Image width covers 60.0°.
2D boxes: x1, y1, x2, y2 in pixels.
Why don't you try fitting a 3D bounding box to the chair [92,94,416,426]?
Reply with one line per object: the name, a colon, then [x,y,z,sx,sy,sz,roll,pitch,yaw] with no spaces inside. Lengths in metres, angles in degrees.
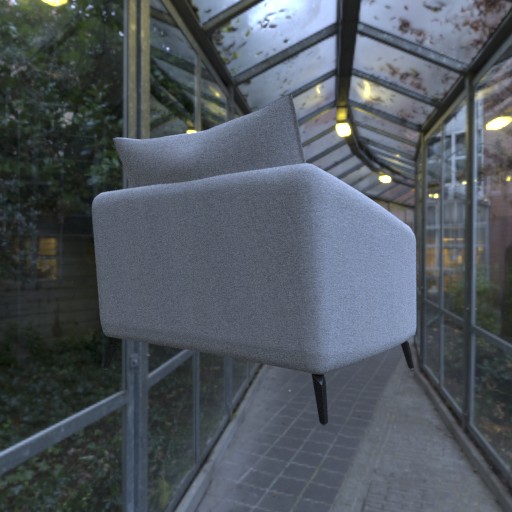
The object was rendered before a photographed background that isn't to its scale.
chair: [0.000,0.000,1.669,1.029,0.856,0.801,0,0,37]
